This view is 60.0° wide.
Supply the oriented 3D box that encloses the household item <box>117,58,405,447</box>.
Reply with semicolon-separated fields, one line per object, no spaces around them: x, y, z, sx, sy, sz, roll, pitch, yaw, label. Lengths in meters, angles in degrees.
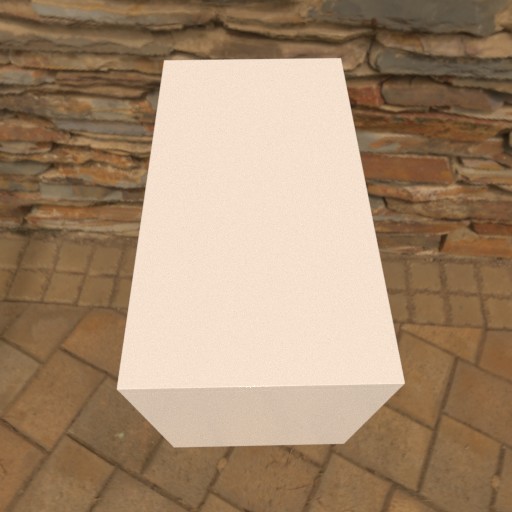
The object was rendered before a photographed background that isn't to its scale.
0.000;0.000;1.525;0.597;0.749;1.100;-1;58;-1;household item
